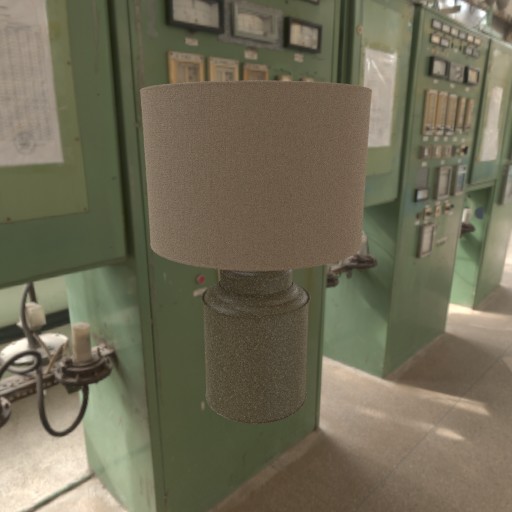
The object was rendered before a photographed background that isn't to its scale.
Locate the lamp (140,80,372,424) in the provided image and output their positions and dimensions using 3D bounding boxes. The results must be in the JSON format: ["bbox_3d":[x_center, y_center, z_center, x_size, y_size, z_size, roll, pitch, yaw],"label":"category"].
[{"bbox_3d":[0.000,0.000,0.692,0.318,0.486,0.318,0,16,0],"label":"lamp"}]
